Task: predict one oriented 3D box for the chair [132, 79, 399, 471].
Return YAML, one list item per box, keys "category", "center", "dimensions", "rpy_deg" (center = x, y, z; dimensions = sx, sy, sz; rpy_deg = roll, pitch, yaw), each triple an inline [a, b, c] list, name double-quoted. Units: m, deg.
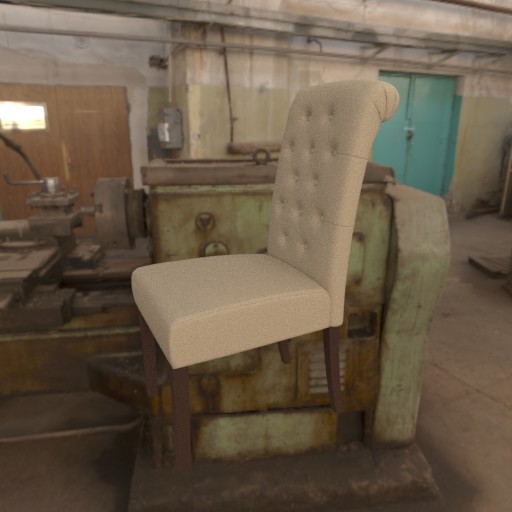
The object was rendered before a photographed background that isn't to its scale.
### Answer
- category: "chair"
  center: [0.000, 0.000, 1.340]
  dimensions: [0.671, 1.006, 0.456]
  rpy_deg: [-8, 19, -25]
